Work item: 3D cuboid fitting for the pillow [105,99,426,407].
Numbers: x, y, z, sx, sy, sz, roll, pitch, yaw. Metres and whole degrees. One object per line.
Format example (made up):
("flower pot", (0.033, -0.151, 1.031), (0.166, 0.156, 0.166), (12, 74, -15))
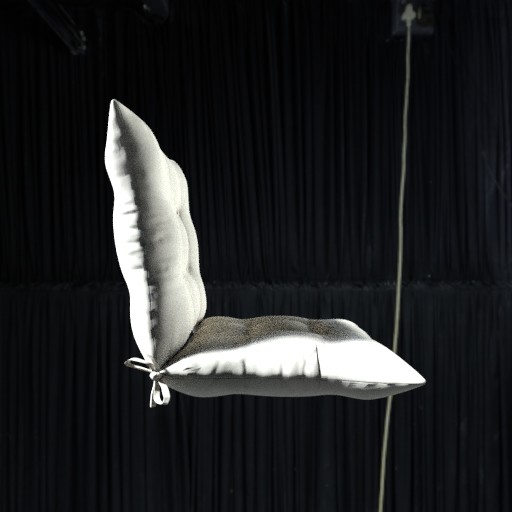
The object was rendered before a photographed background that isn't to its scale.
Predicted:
("pillow", (0.000, 0.000, 0.999), (0.585, 0.536, 0.541), (0, 0, 0))
